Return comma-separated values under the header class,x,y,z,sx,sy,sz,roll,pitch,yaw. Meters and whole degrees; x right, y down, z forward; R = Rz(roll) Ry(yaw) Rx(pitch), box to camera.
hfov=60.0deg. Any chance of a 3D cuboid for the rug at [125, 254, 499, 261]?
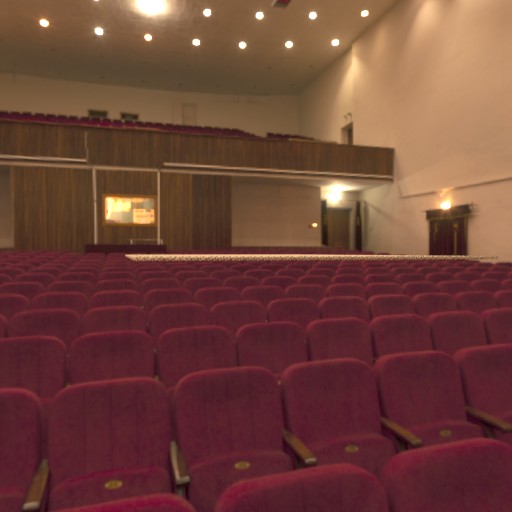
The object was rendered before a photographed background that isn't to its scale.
class,x,y,z,sx,sy,sz,roll,pitch,yaw
rug,0.000,0.000,2.200,1.223,0.015,1.771,0,0,-17
